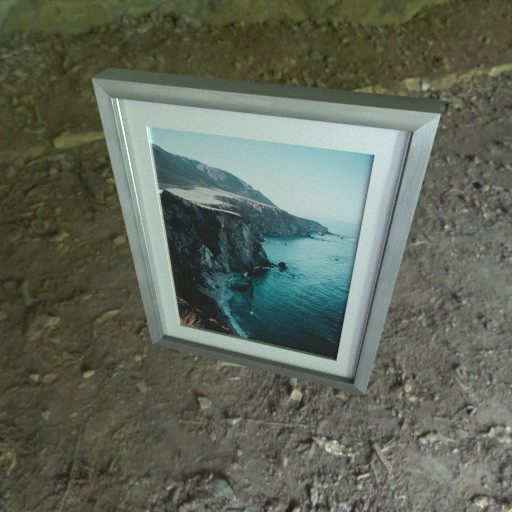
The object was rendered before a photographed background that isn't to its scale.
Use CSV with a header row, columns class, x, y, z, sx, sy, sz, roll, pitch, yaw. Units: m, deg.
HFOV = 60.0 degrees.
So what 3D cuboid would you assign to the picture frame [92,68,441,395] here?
class,x,y,z,sx,sy,sz,roll,pitch,yaw
picture frame,0.000,0.000,0.742,0.449,0.555,0.046,10,41,12
